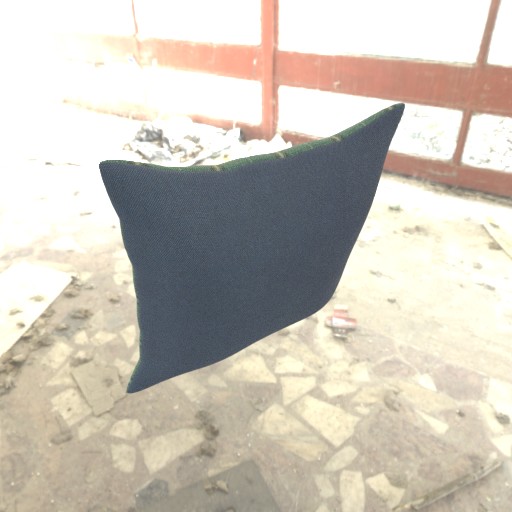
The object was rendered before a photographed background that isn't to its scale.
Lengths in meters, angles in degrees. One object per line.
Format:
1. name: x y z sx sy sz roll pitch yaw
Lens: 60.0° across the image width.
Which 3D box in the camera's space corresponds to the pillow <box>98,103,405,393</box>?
1. pillow: 0.000 0.000 0.691 0.453 0.430 0.200 -20 37 -29
